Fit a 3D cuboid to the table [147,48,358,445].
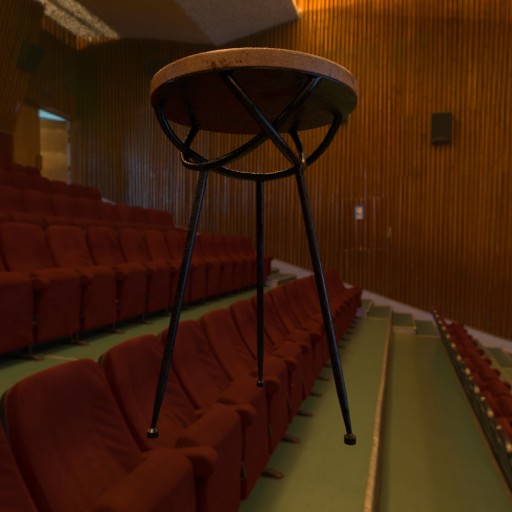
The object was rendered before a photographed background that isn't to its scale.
[{"bbox_3d":[0.000,0.000,0.908,0.414,0.664,0.418,0,1,17],"label":"table"}]
